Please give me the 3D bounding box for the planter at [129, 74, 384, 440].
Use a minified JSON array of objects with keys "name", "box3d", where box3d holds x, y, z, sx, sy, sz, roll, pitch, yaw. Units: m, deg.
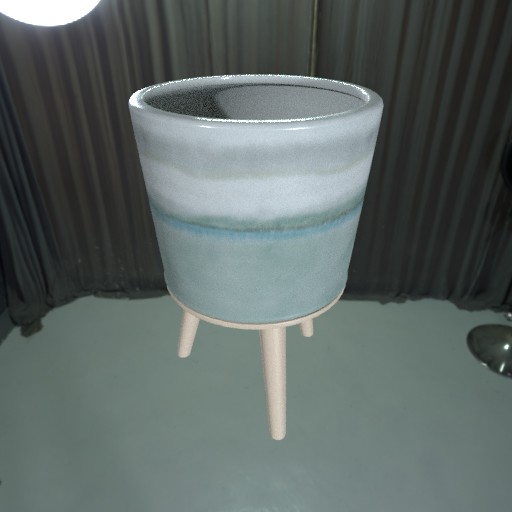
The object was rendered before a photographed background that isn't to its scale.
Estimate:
[{"name":"planter","box3d":[0.000,0.000,0.574,0.265,0.404,0.265,0,30,-1]}]
